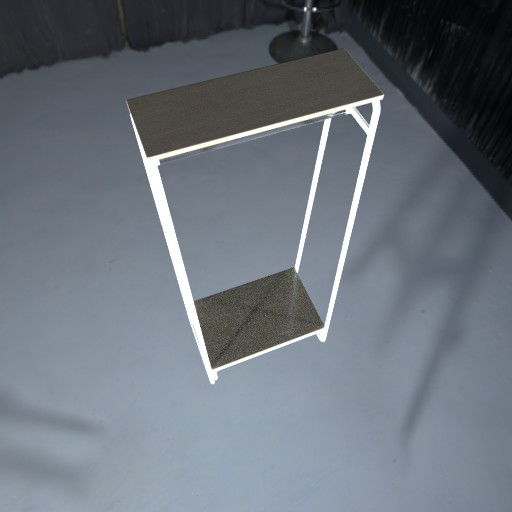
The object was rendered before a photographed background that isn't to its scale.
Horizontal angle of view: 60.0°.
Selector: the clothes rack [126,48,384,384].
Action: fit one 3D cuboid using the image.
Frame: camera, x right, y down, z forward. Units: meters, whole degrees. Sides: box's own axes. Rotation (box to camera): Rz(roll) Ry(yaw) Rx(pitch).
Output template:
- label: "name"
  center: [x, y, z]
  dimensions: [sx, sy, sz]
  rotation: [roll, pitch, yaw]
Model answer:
- label: "clothes rack"
  center: [0.000, 0.000, 1.791]
  dimensions: [0.640, 1.512, 0.400]
  rotation: [-18, 59, -12]
